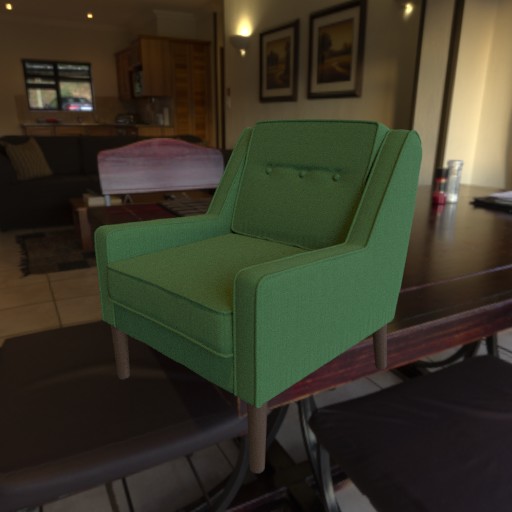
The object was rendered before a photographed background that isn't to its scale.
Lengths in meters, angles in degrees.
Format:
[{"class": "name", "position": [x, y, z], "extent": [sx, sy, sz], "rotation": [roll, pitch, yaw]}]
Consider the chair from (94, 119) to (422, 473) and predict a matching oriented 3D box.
[{"class": "chair", "position": [0.000, 0.000, 1.340], "extent": [0.663, 0.792, 0.743], "rotation": [15, 23, 40]}]
